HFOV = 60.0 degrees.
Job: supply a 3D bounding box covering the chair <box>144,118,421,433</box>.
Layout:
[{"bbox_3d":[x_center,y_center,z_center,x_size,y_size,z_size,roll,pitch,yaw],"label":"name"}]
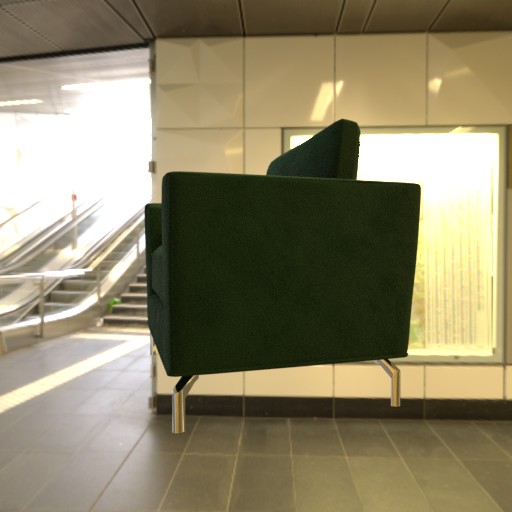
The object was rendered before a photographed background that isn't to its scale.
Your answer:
[{"bbox_3d":[0.000,0.000,1.850,0.852,0.997,1.047,0,1,-17],"label":"chair"}]
